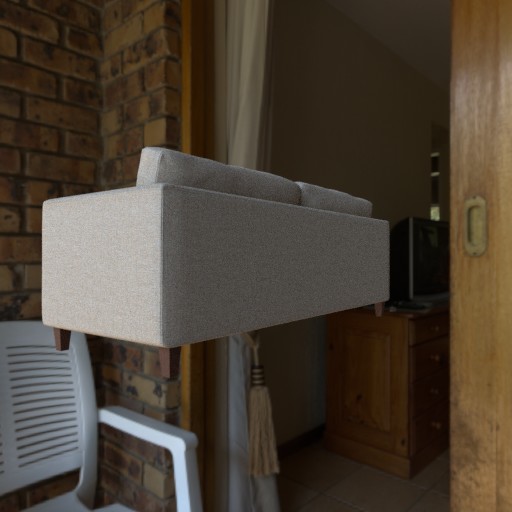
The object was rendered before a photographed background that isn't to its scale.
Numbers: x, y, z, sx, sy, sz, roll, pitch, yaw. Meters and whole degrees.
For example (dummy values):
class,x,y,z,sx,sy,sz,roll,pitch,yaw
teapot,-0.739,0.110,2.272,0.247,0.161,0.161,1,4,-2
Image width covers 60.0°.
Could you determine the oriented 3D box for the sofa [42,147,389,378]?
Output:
class,x,y,z,sx,sy,sz,roll,pitch,yaw
sofa,0.000,0.000,2.926,0.951,0.965,2.434,0,0,37
